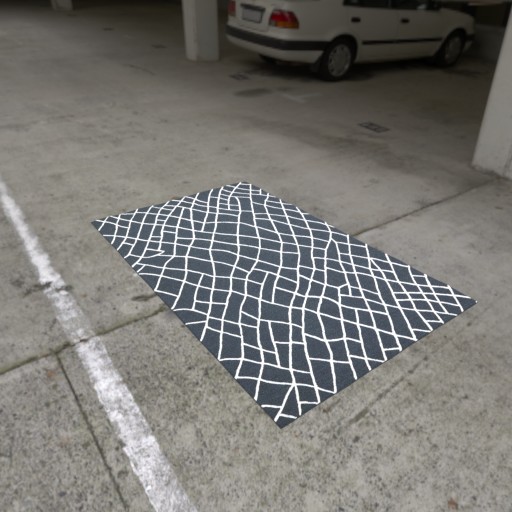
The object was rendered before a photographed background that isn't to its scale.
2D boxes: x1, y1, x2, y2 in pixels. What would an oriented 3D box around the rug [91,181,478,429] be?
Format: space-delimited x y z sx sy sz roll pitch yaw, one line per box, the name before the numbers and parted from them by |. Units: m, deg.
rug | 0.000 0.000 3.125 1.529 0.017 2.448 -21 37 -30
